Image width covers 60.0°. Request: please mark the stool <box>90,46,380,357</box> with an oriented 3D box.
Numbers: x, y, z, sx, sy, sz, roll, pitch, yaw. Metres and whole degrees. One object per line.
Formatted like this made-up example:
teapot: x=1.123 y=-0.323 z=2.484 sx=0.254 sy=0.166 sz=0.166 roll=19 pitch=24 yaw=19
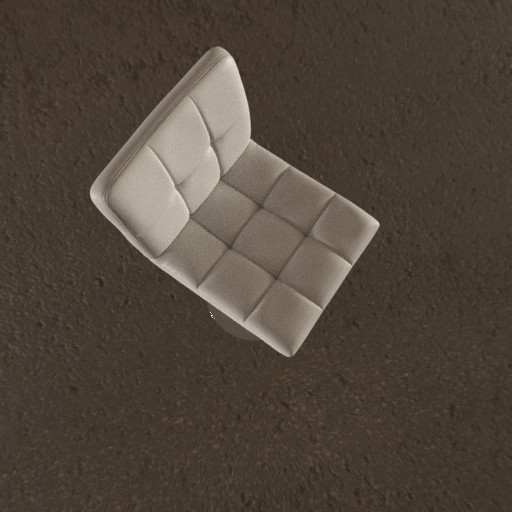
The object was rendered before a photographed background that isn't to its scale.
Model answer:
stool: x=0.000 y=0.000 z=1.353 sx=0.505 sy=1.115 sz=0.430 roll=34 pitch=77 yaw=9
